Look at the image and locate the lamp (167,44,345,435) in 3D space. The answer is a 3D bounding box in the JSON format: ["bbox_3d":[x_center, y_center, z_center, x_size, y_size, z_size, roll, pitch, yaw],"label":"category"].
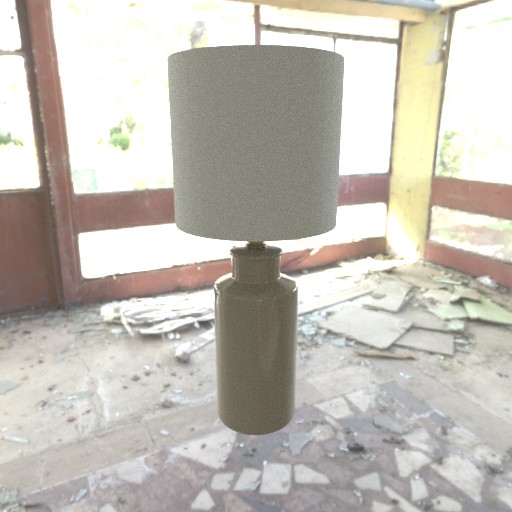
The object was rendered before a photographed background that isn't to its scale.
[{"bbox_3d":[0.000,0.000,0.605,0.212,0.493,0.212,2,16,9],"label":"lamp"}]
